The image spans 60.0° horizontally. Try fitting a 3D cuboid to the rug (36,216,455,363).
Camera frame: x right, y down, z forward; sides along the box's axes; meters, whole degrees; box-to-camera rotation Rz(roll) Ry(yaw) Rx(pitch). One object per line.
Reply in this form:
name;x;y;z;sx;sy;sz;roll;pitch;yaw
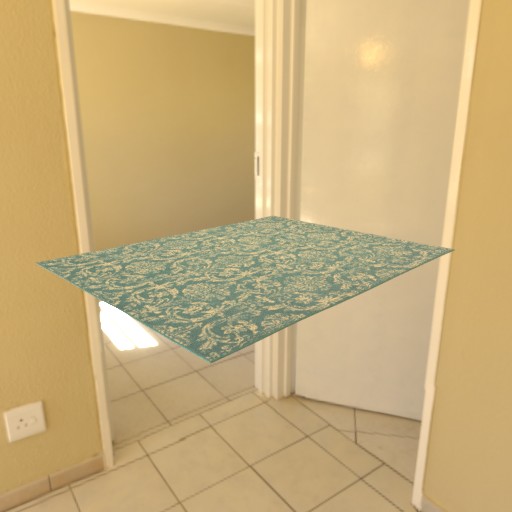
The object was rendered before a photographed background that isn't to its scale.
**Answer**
rug;0.000;0.000;4.000;2.980;0.012;2.363;-16;22;-43
